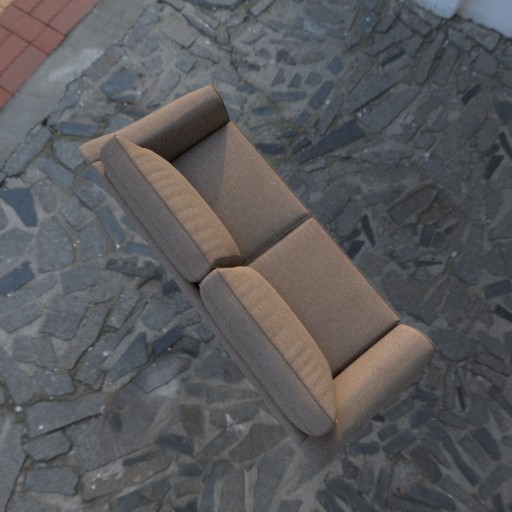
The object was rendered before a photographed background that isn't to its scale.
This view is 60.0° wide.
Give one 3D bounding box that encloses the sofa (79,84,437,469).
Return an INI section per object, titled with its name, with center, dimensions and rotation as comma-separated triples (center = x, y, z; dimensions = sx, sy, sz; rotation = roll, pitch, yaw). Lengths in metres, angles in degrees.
[sofa]
center = 0.000, 0.000, 2.785
dimensions = 0.986, 0.906, 2.270
rotation = -37, 79, -8
